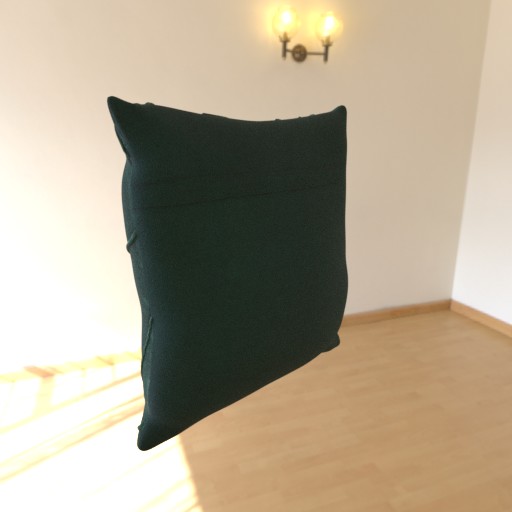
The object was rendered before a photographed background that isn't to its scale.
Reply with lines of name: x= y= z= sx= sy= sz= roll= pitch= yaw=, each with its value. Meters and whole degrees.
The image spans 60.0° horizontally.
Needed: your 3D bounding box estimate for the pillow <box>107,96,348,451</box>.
pillow: x=0.000 y=0.000 z=0.659 sx=0.184 sy=0.440 sz=0.439 roll=15 pitch=22 yaw=42
